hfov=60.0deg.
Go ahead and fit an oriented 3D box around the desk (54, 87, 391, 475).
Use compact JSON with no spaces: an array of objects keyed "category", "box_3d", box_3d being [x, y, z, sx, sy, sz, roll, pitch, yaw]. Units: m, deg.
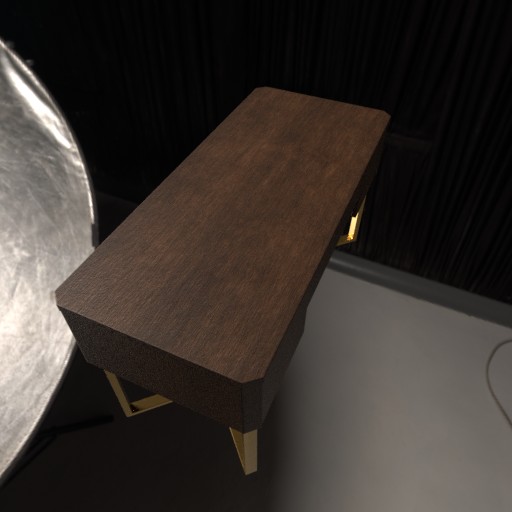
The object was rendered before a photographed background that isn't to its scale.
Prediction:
[{"category":"desk","box_3d":[0.000,0.000,1.907,0.684,0.762,1.479,18,49,17]}]
